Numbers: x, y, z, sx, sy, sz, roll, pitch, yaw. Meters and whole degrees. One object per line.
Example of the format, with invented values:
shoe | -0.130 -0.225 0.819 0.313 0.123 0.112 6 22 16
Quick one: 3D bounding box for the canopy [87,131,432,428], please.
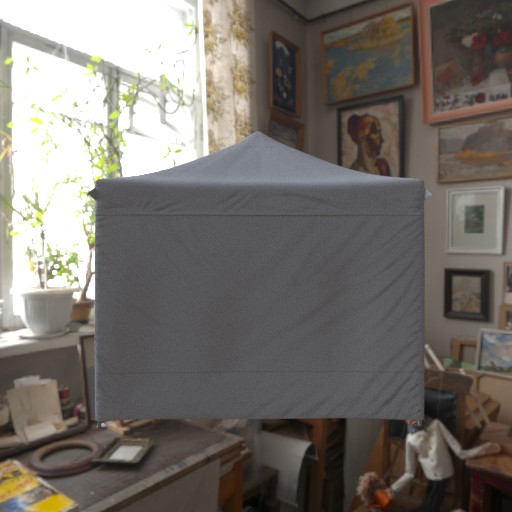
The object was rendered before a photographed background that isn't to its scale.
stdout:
canopy | 0.000 0.000 5.410 3.043 2.997 3.121 0 1 -1
